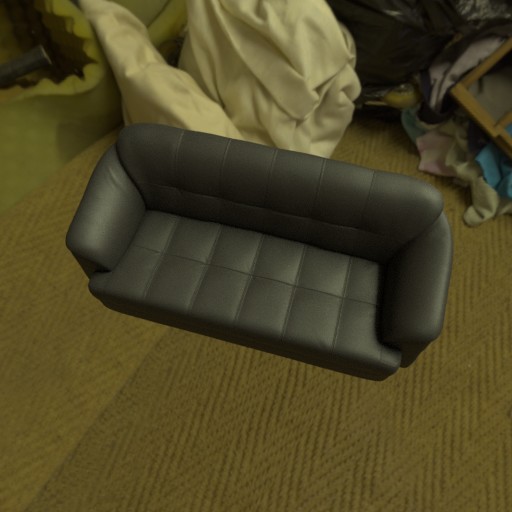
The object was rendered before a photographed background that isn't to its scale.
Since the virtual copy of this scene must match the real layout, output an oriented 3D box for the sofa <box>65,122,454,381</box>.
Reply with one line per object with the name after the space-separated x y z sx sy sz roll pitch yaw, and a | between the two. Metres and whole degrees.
0.000 0.000 2.296 1.829 0.811 0.800 14 60 8 | sofa
